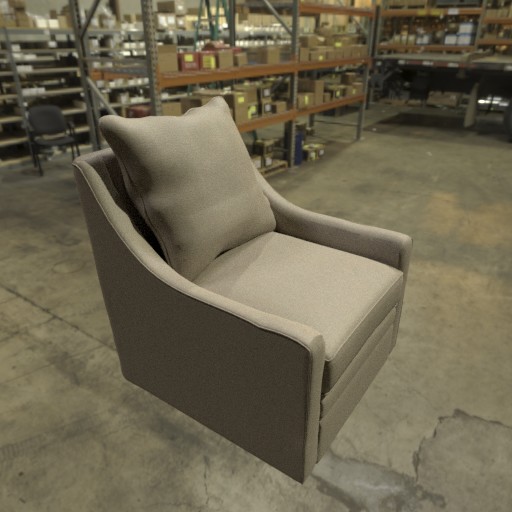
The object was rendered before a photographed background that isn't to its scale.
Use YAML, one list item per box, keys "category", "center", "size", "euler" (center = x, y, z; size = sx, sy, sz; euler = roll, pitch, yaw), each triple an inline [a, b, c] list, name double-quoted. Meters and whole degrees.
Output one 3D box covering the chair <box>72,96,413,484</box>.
- category: "chair"
  center: [0.000, 0.000, 1.532]
  size: [0.876, 0.942, 0.760]
  euler: [18, 32, 31]
